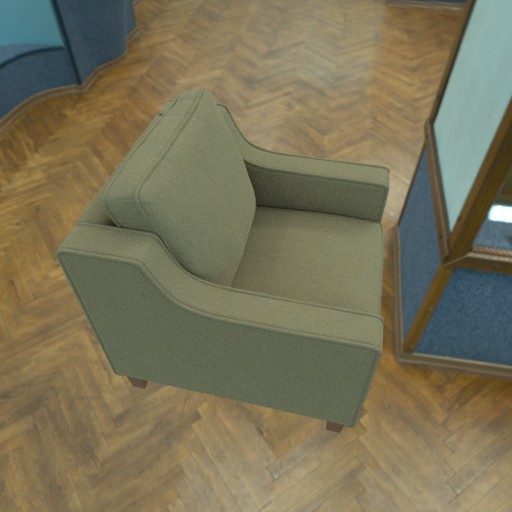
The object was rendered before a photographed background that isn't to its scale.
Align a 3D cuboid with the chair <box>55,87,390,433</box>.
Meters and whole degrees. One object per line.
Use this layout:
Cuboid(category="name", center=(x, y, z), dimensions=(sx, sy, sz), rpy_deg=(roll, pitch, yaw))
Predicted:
Cuboid(category="chair", center=(0.000, 0.000, 1.618), dimensions=(0.909, 0.960, 0.831), rpy_deg=(10, 48, 9))
